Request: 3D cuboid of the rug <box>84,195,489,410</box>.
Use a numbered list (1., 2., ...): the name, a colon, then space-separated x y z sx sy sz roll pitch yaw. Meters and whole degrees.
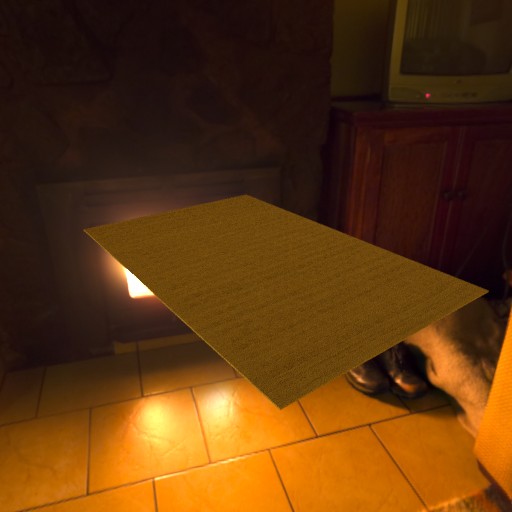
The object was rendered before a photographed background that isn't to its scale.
1. rug: 0.000 0.000 2.198 1.142 0.006 1.752 -17 30 -33
